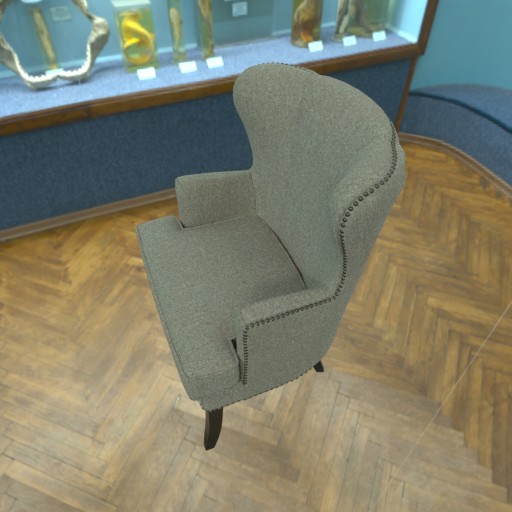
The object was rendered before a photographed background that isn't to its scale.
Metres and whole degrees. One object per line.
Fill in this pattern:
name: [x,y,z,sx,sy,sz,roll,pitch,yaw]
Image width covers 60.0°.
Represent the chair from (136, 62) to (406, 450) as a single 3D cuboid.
chair: [0.000,0.000,1.577,0.758,1.060,0.759,-16,48,-15]
